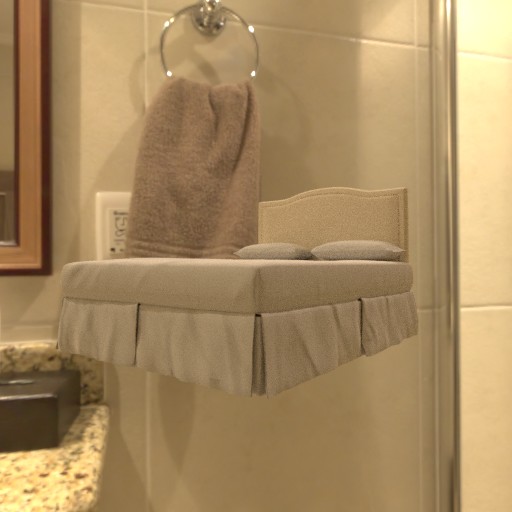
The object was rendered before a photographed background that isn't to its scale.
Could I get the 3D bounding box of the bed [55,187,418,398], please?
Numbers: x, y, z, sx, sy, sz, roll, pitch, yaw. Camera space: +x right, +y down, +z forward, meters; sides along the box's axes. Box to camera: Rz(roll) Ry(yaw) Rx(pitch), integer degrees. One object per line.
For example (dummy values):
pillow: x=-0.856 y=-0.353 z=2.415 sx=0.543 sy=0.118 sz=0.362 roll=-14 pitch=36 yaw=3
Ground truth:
bed: x=0.000 y=0.000 z=3.666 sx=1.977 sy=1.437 sz=2.477 roll=-1 pitch=-1 yaw=38
